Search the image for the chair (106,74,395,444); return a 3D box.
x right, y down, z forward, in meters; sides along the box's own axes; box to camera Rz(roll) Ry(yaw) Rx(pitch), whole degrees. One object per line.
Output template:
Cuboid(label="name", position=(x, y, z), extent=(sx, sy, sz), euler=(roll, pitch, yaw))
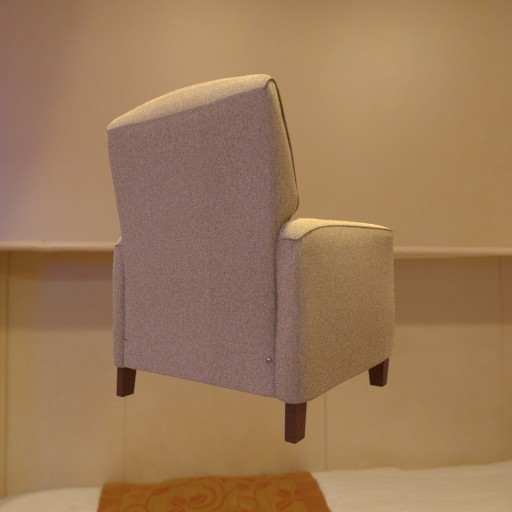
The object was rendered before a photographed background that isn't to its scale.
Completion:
Cuboid(label="chair", position=(0.000, 0.000, 1.676), extent=(0.848, 1.014, 0.864), euler=(-1, -1, 35))
